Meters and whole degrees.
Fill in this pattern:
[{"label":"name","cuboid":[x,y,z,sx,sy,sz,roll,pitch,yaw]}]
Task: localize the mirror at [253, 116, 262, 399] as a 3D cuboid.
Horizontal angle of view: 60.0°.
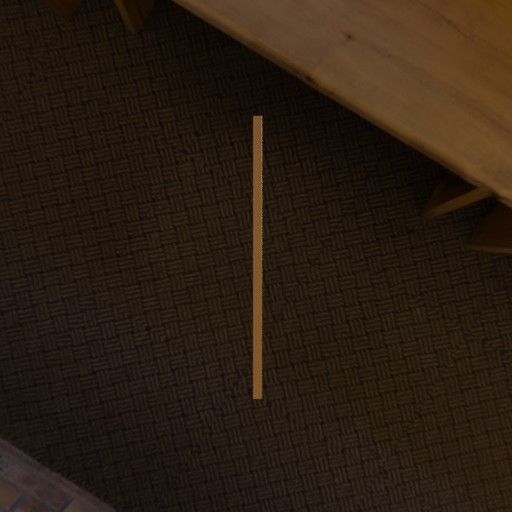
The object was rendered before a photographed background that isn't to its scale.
[{"label":"mirror","cuboid":[0.000,0.000,2.289,0.025,2.031,0.812,0,90,0]}]
